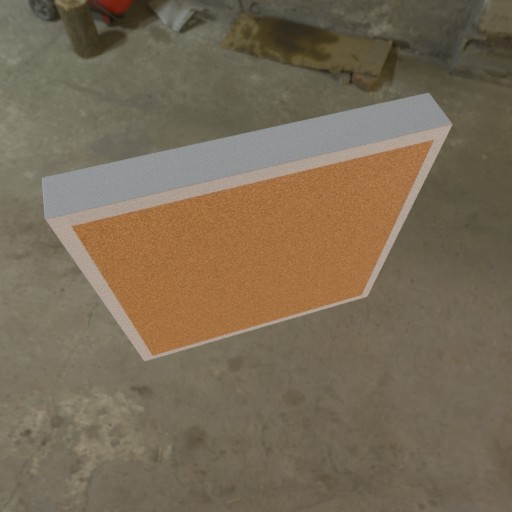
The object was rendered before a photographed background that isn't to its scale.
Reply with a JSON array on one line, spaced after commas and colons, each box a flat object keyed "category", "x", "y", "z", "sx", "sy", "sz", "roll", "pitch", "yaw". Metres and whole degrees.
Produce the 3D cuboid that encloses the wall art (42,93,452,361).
[{"category": "wall art", "x": 0.000, "y": 0.000, "z": 0.457, "sx": 0.305, "sy": 0.305, "sz": 0.038, "roll": -15, "pitch": 60, "yaw": -9}]
